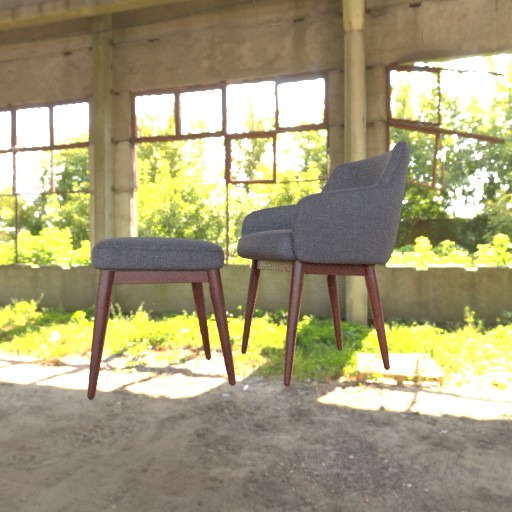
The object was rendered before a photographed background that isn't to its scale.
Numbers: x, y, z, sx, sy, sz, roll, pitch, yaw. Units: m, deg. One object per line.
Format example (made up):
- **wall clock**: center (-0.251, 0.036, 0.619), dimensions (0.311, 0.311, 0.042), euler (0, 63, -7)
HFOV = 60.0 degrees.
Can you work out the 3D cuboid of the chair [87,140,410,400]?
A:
- **chair**: center (0.000, 0.000, 1.573), dimensions (1.107, 0.799, 0.584), euler (0, 0, -18)
